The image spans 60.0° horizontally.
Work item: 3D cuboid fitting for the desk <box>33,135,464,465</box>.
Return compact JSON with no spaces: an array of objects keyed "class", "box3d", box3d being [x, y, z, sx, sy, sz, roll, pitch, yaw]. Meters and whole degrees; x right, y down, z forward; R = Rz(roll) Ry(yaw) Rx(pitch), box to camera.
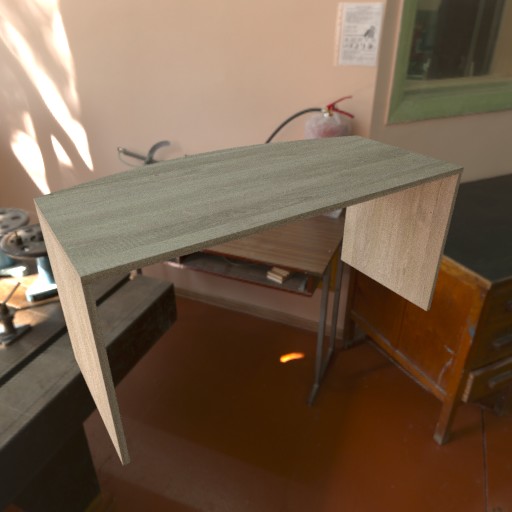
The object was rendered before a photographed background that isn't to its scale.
[{"class":"desk","box3d":[0.000,0.000,1.983,1.600,0.752,0.802,-18,34,-29]}]
